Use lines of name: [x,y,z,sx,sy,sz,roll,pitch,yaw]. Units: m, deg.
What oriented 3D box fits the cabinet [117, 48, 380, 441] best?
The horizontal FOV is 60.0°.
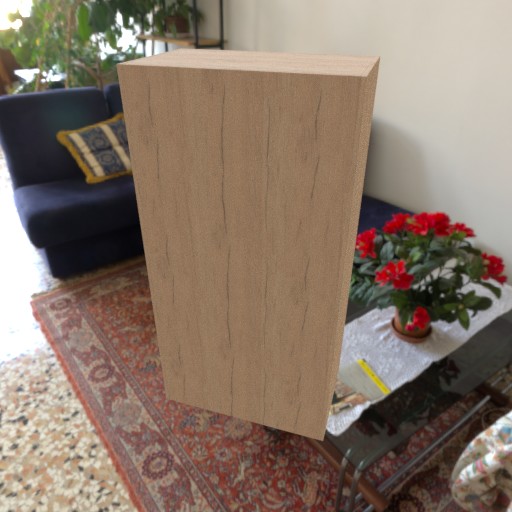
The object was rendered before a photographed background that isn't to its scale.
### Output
cabinet: [0.000,0.000,2.366,0.980,1.930,0.580,9,32,15]
